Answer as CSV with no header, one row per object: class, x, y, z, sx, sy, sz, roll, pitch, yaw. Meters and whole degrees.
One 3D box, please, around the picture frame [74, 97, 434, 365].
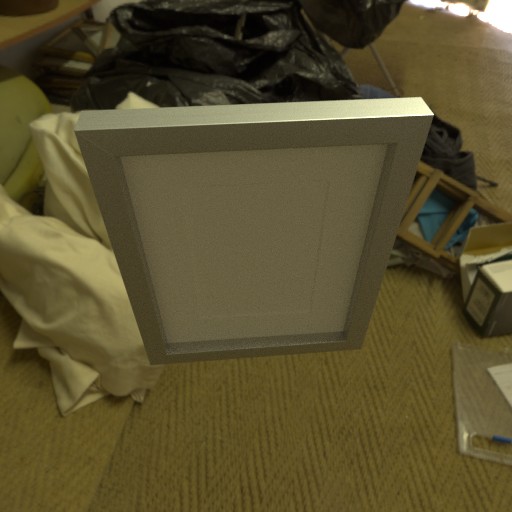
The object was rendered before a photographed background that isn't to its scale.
picture frame,0.000,0.000,0.398,0.233,0.282,0.036,-4,46,-3
